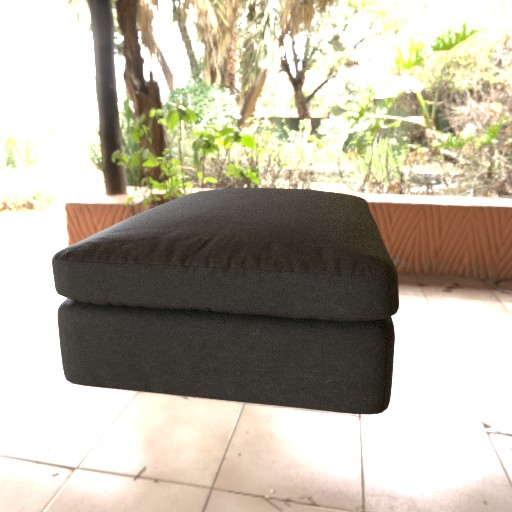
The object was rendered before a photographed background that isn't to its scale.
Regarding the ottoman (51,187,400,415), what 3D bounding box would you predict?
[{"bbox_3d":[0.000,0.000,1.573,0.840,0.429,1.199,3,15,10],"label":"ottoman"}]
